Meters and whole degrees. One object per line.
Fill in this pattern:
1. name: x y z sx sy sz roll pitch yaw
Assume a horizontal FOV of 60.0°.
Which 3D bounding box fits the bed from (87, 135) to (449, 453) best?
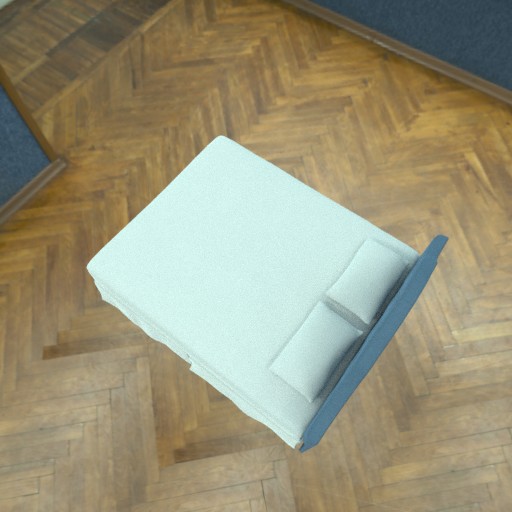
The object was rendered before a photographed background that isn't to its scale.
1. bed: 0.000 0.000 3.831 2.477 1.617 2.039 34 68 16
